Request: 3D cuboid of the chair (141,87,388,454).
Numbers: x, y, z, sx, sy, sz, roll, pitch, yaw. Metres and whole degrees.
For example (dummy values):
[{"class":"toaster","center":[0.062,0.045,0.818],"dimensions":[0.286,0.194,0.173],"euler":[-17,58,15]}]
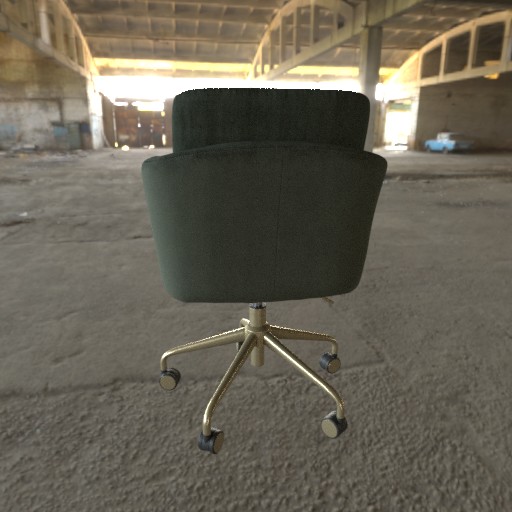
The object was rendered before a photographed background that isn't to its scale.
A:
[{"class":"chair","center":[0.000,0.000,1.339],"dimensions":[0.641,0.908,0.635],"euler":[-3,16,-10]}]
